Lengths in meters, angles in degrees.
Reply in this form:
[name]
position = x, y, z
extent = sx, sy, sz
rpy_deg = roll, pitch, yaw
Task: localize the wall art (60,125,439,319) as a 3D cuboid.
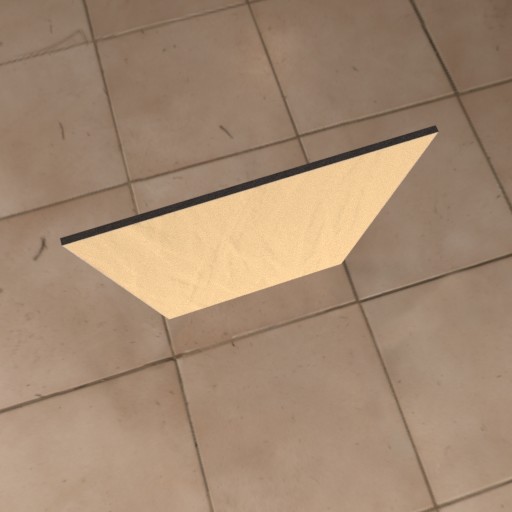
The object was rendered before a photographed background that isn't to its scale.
[wall art]
position = 0.000, 0.000, 1.445
extent = 0.810, 1.116, 0.016
rpy_deg = -18, 75, -5
